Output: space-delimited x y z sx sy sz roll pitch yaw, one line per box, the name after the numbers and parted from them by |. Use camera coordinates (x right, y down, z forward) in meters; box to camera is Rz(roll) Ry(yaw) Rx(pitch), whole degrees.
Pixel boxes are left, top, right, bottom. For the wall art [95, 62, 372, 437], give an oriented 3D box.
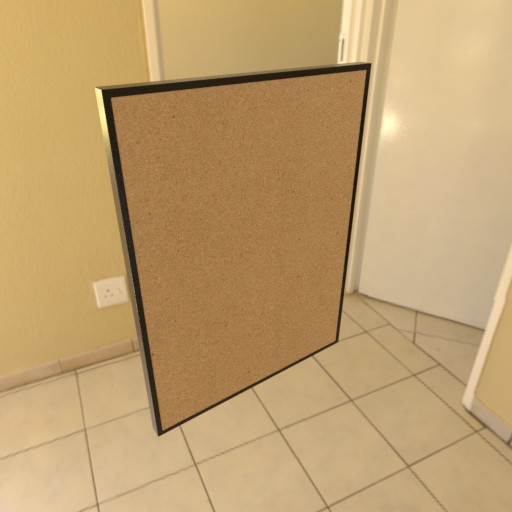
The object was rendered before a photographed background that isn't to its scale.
0.000 0.000 1.360 0.788 1.046 0.043 -19 35 -30 | wall art
